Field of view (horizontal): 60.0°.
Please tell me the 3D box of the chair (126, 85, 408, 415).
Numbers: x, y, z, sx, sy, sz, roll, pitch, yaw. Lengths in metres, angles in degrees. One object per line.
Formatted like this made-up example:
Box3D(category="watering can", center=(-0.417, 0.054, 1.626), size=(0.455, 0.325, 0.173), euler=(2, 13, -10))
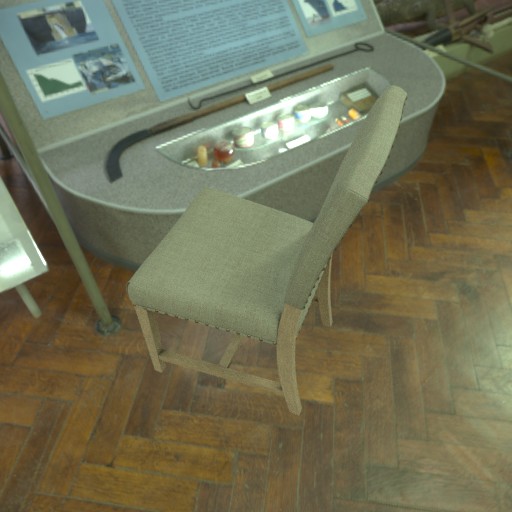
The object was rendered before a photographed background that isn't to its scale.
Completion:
Box3D(category="chair", center=(0.000, 0.000, 1.348), size=(0.622, 0.986, 0.508), euler=(17, 49, 15))
